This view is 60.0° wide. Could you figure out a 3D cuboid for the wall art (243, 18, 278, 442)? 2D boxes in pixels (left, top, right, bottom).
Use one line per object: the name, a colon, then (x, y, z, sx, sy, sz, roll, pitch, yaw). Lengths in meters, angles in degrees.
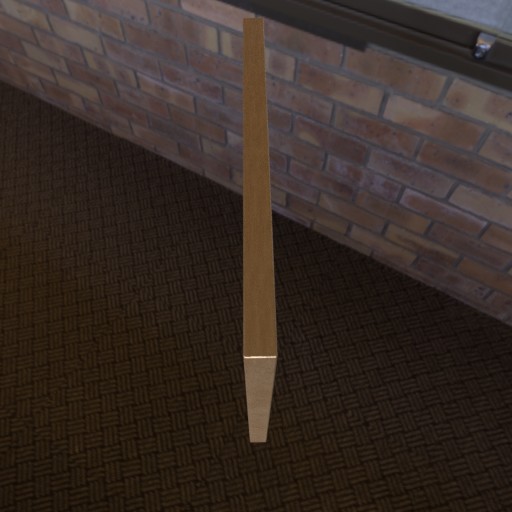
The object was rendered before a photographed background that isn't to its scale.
wall art: (0.000, 0.000, 0.732, 0.030, 0.506, 0.503, -1, 59, 0)
